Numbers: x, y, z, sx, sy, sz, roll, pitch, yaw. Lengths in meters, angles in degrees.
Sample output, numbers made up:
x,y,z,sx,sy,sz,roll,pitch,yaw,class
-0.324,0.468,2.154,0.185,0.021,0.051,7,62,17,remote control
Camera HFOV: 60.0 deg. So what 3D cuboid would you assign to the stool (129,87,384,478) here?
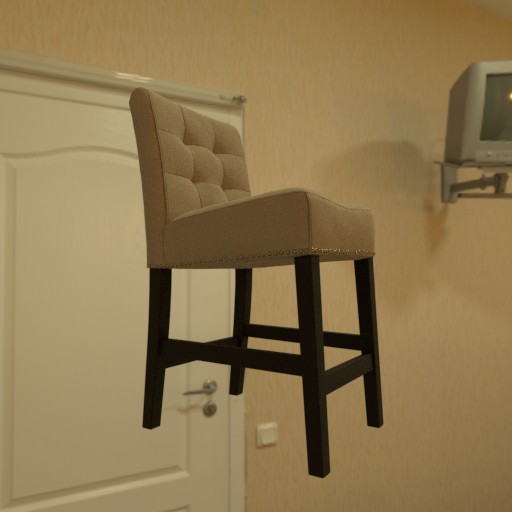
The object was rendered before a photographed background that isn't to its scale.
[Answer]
x,y,z,sx,sy,sz,roll,pitch,yaw,class
0.000,0.000,1.183,0.571,0.885,0.427,-1,-1,34,stool
